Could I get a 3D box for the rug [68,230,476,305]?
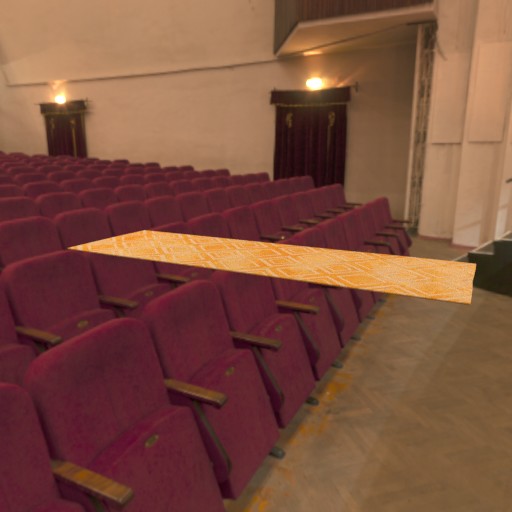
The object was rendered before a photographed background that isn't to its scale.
[{"bbox_3d":[0.000,0.000,2.744,2.438,0.010,0.775,7,15,26],"label":"rug"}]
